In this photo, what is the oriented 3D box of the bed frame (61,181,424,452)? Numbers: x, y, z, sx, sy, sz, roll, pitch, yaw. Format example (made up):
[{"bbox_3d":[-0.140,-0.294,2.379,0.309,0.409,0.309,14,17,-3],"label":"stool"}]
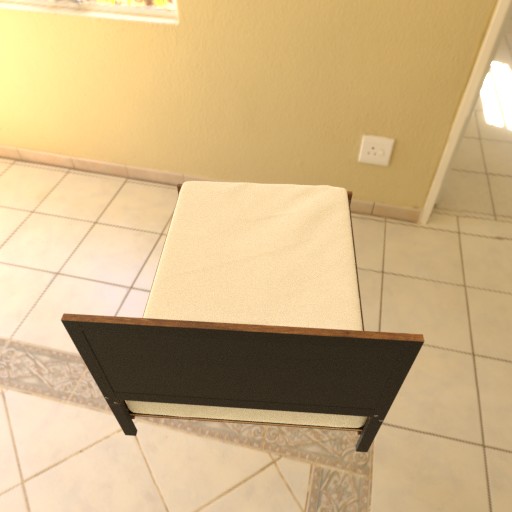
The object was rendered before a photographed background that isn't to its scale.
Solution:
[{"bbox_3d":[0.000,0.000,3.346,1.696,1.417,2.276,3,47,3],"label":"bed frame"}]
